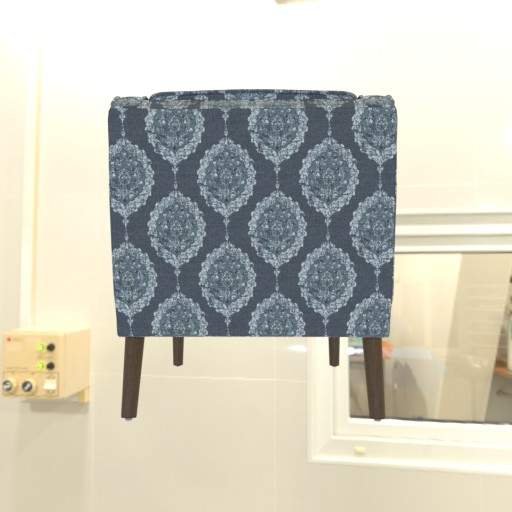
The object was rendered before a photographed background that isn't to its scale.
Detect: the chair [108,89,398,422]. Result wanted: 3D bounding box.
[{"bbox_3d":[0.000,0.000,1.339,0.663,0.792,0.743,0,-2,1],"label":"chair"}]
